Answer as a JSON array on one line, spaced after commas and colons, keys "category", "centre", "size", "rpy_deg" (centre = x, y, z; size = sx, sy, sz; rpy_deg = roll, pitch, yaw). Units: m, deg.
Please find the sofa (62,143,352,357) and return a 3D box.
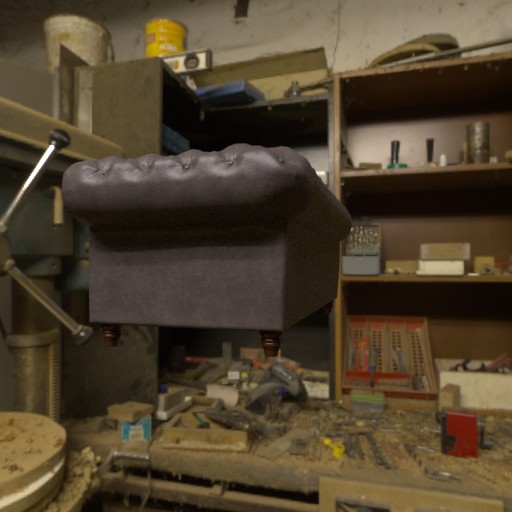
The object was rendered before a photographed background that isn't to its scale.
[{"category": "sofa", "centre": [0.000, 0.000, 2.500], "size": [0.944, 0.779, 2.048], "rpy_deg": [0, -1, 17]}]
